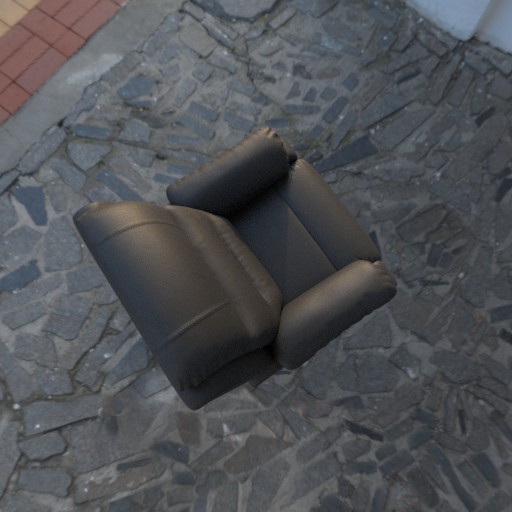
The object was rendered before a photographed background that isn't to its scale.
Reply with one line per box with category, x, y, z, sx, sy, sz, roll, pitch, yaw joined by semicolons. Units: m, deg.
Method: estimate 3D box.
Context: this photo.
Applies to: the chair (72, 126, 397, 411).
chair;0.000;0.000;1.699;0.919;0.992;0.855;-34;77;-9
